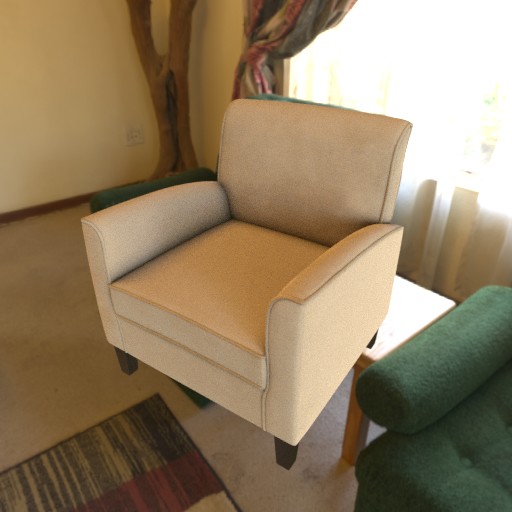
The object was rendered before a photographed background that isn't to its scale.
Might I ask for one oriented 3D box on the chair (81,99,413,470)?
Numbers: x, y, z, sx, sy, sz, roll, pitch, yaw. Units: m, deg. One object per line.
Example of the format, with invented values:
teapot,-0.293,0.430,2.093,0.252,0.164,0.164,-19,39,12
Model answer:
chair,0.000,0.000,1.574,0.820,0.915,0.821,19,34,29
